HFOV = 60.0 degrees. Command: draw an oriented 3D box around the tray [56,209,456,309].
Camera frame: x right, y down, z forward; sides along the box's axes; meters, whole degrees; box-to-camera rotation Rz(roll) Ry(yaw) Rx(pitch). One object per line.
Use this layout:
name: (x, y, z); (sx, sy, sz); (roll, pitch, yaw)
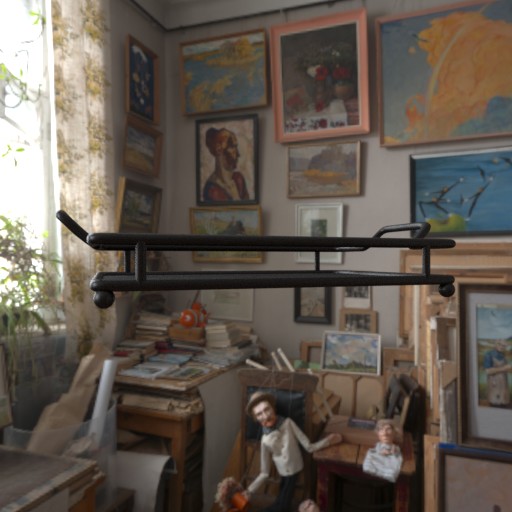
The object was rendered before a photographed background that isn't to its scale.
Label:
tray: (0.000, 0.000, 0.607); (0.495, 0.101, 0.297); (0, -1, -19)
